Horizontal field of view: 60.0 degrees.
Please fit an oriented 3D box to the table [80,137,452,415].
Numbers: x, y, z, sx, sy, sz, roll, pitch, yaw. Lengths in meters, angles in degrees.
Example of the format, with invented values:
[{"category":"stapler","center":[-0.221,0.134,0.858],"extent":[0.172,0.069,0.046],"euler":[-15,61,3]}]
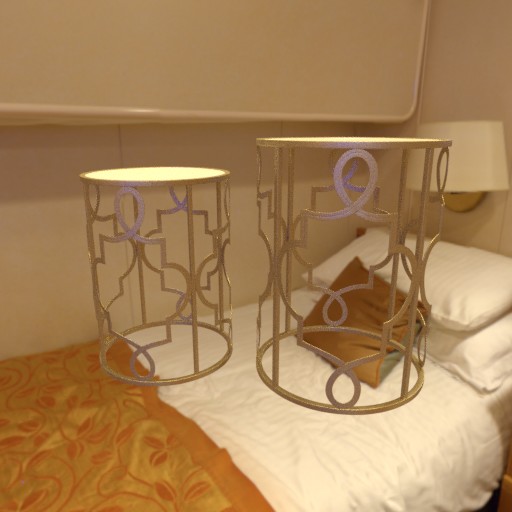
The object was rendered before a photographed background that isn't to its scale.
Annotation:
[{"category":"table","center":[0.000,0.000,1.102],"extent":[0.846,0.564,0.420],"euler":[3,16,9]}]
